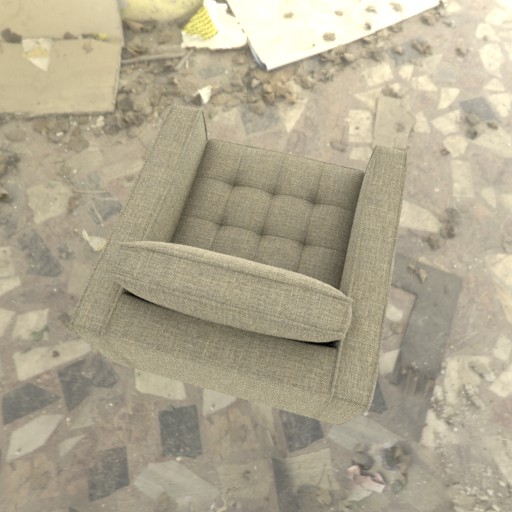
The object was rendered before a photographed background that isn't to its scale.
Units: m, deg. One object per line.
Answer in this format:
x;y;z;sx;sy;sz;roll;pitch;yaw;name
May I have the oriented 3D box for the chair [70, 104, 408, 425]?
0.000;0.000;1.571;0.889;0.765;0.914;13;64;7;chair
